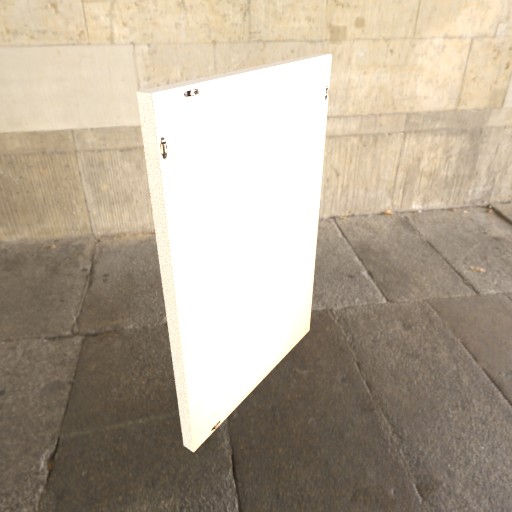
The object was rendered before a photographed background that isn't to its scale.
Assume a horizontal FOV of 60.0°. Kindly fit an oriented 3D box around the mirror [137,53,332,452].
[{"bbox_3d":[0.000,0.000,1.162,0.041,0.915,0.609,21,37,30],"label":"mirror"}]
